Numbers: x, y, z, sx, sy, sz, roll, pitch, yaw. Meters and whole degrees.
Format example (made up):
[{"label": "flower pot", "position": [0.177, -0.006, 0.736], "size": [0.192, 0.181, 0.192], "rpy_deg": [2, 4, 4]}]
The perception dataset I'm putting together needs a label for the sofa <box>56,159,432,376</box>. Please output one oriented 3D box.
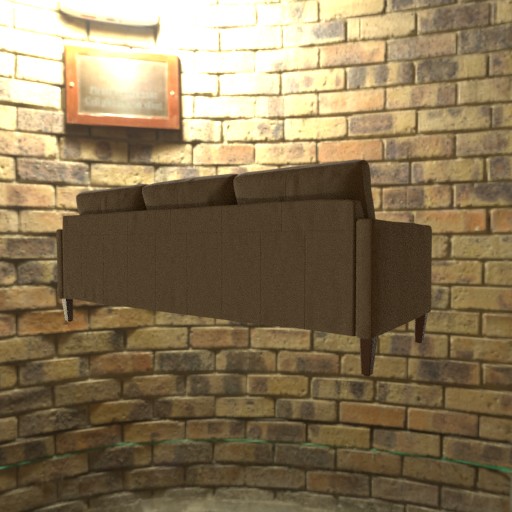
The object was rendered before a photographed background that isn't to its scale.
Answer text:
[{"label": "sofa", "position": [0.000, 0.000, 2.889], "size": [2.178, 0.875, 1.506], "rpy_deg": [1, 2, 36]}]
